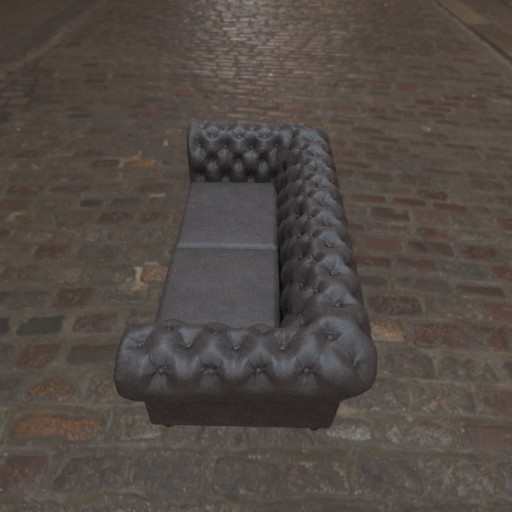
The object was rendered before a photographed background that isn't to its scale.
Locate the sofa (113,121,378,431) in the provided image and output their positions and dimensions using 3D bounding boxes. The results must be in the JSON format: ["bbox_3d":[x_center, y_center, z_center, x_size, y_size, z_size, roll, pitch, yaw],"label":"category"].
[{"bbox_3d":[0.000,0.000,2.459,0.944,0.779,2.048,1,41,1],"label":"sofa"}]
